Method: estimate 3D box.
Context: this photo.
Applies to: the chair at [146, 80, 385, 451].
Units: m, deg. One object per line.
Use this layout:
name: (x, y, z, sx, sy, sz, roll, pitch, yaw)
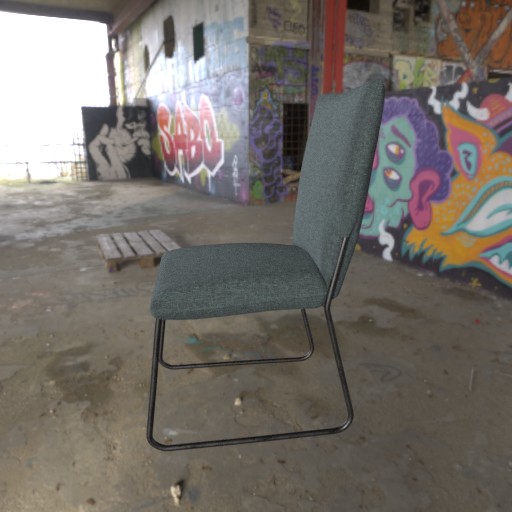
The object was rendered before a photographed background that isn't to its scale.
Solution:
chair: (0.000, 0.000, 1.290, 0.635, 0.931, 0.480, -2, 15, -8)
